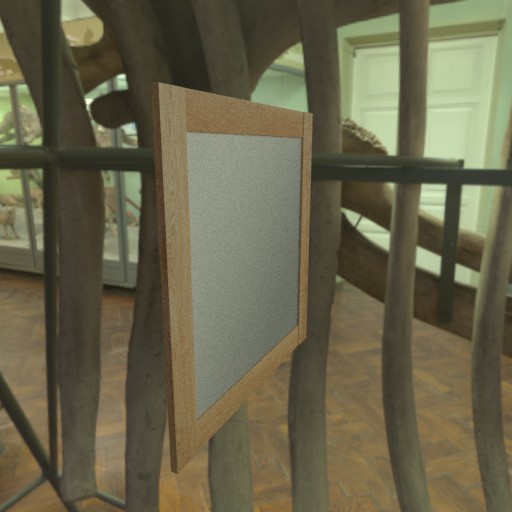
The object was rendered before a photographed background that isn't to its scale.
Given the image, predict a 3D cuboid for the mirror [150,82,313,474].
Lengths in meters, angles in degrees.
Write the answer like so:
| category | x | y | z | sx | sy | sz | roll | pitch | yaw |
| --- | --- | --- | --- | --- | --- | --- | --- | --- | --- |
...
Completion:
| category | x | y | z | sx | sy | sz | roll | pitch | yaw |
| --- | --- | --- | --- | --- | --- | --- | --- | --- | --- |
| mirror | 0.000 | 0.000 | 1.220 | 0.020 | 0.800 | 0.800 | 7 | 15 | 26 |
